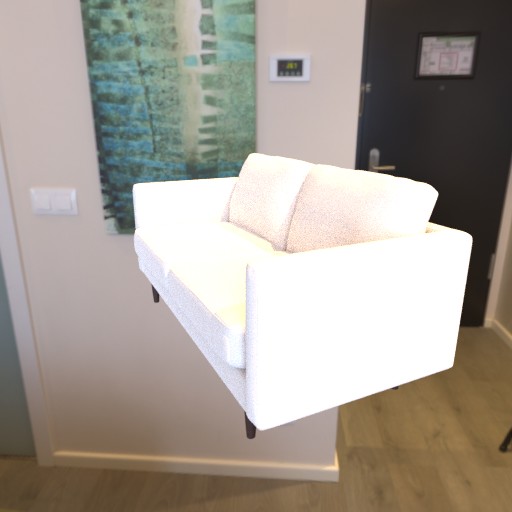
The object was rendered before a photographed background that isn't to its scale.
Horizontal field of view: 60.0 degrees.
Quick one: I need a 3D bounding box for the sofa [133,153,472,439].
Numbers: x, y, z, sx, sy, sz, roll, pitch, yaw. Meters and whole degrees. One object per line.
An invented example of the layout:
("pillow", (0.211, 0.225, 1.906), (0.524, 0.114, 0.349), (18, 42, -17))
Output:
("sofa", (0.000, 0.000, 2.212), (0.940, 0.893, 1.713), (-8, 19, -25))
